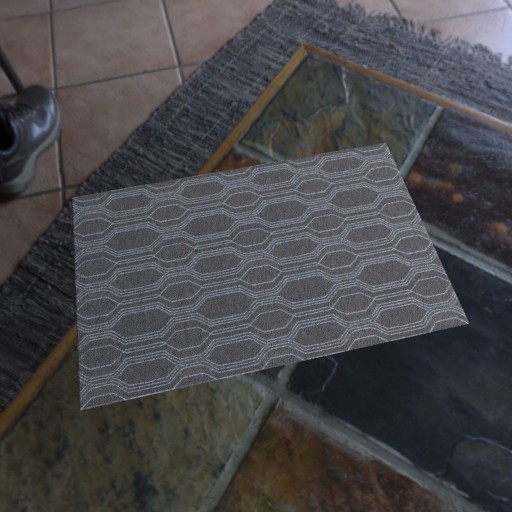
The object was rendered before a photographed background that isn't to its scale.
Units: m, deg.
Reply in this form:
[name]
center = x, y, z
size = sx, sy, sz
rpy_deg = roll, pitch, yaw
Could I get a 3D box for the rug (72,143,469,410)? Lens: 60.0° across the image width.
[rug]
center = 0.000, 0.000, 3.062
size = 2.457, 0.012, 1.541
rpy_deg = -11, 63, -6
